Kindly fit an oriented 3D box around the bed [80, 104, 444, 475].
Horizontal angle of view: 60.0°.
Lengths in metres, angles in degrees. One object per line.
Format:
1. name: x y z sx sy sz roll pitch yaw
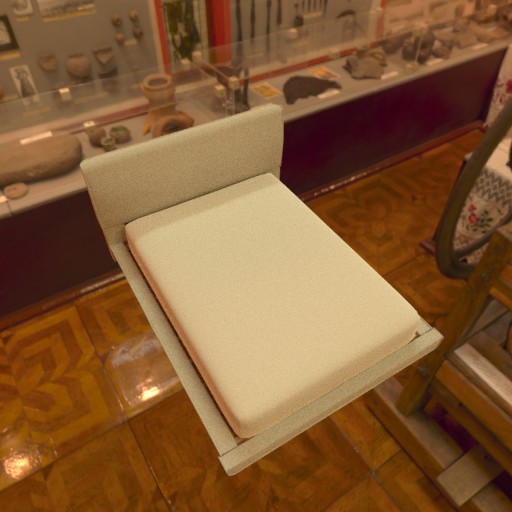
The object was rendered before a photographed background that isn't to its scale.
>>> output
1. bed: 0.000 0.000 3.435 1.840 1.067 2.368 -24 51 -21
